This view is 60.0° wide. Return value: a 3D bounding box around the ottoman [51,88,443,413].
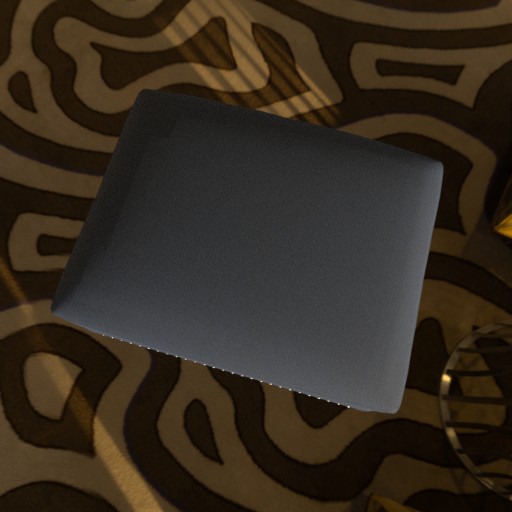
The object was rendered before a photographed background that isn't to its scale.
[{"bbox_3d":[0.000,0.000,1.126,0.741,0.513,0.584,15,75,4],"label":"ottoman"}]
